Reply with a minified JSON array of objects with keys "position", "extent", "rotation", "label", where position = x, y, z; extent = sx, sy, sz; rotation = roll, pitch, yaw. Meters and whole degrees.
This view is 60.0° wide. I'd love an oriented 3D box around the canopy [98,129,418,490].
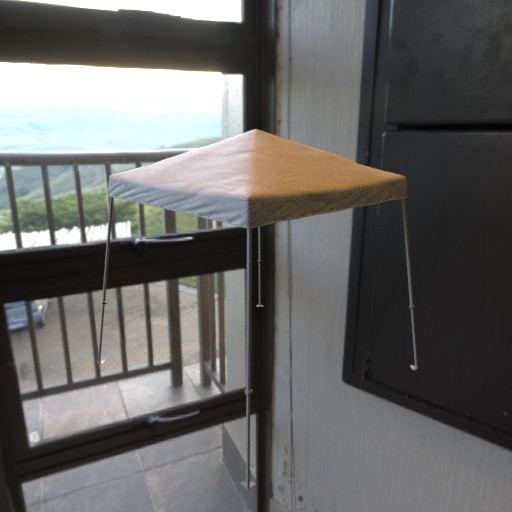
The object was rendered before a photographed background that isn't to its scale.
[{"position":[0.000,0.000,5.177],"extent":[2.848,2.849,2.849],"rotation":[-14,21,-41],"label":"canopy"}]
